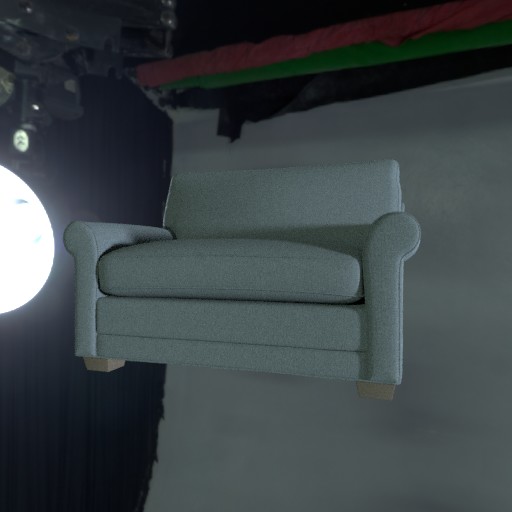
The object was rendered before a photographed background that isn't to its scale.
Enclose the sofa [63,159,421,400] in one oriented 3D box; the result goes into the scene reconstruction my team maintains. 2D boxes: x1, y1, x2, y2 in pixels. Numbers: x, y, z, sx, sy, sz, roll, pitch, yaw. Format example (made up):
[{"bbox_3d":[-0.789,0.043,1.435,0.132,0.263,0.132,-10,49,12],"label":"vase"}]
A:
[{"bbox_3d":[0.000,0.000,2.041,1.410,0.953,0.940,0,0,19],"label":"sofa"}]
